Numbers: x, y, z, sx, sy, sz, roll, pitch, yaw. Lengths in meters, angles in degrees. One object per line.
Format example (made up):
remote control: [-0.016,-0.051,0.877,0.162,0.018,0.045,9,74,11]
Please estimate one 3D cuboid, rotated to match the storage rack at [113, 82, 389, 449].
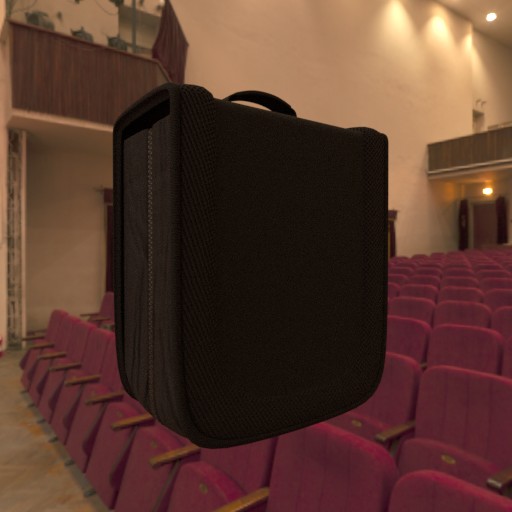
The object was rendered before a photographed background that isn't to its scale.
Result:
storage rack: [0.000,0.000,0.539,0.297,0.387,0.168,-1,1,-36]
